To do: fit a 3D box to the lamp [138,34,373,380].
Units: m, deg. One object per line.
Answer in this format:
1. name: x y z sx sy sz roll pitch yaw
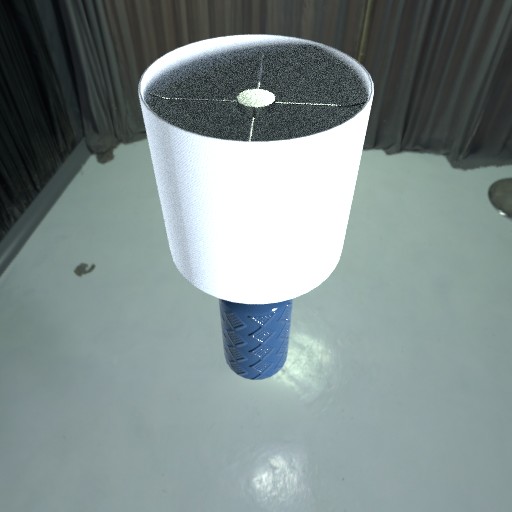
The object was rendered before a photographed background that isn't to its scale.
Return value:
1. lamp: 0.000 0.000 0.562 0.207 0.461 0.207 3 47 3
